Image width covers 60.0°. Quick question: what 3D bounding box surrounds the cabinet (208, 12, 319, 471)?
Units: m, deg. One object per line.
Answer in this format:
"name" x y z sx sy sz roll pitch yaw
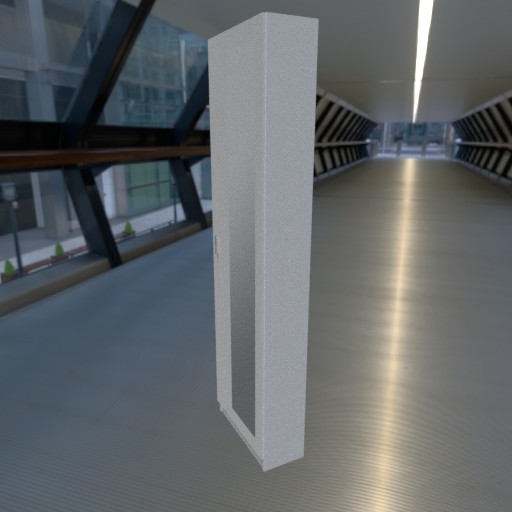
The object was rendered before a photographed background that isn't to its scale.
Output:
"cabinet" 0.000 0.000 1.931 0.230 1.790 0.500 -8 17 -26
